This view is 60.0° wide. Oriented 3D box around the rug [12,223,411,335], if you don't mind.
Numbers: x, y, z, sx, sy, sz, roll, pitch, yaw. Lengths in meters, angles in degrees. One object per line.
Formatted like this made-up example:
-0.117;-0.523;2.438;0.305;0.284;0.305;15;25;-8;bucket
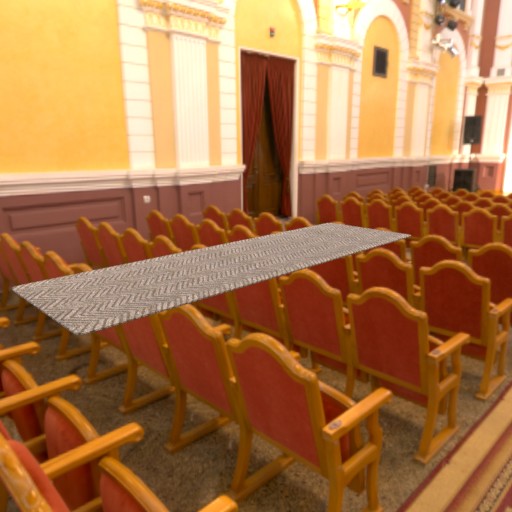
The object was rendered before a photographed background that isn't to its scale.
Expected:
0.000;0.000;2.442;2.286;0.008;0.686;-14;20;-43;rug
